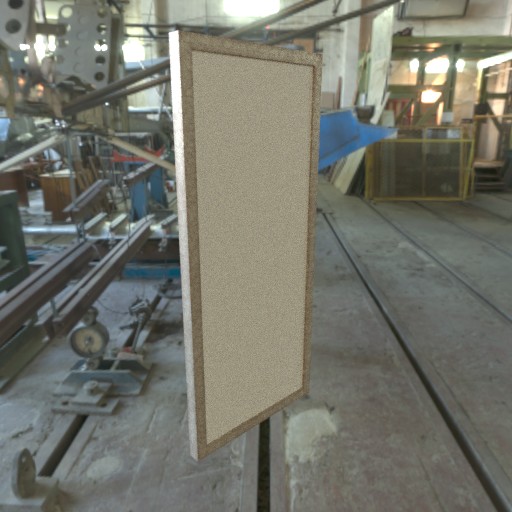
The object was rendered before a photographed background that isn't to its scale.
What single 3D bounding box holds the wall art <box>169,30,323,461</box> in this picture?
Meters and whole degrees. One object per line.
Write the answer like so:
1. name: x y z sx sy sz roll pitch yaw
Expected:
1. wall art: 0.000 0.000 1.678 0.648 1.461 0.051 -15 22 -42
